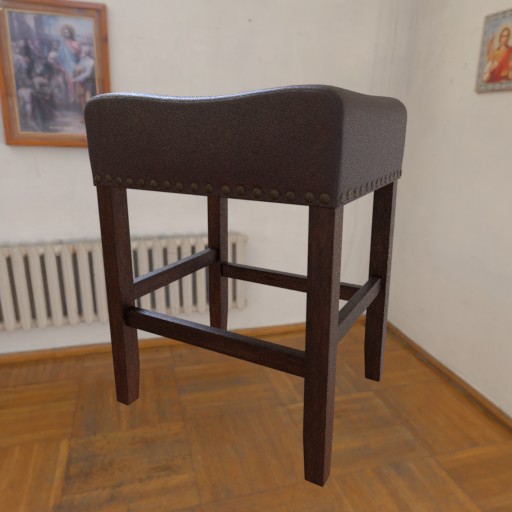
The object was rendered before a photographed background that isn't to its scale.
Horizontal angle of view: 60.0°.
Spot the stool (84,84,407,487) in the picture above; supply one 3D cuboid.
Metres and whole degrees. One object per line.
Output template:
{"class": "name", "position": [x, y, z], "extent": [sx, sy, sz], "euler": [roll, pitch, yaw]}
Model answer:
{"class": "stool", "position": [0.000, 0.000, 0.888], "extent": [0.465, 0.608, 0.397], "euler": [9, 19, 28]}
